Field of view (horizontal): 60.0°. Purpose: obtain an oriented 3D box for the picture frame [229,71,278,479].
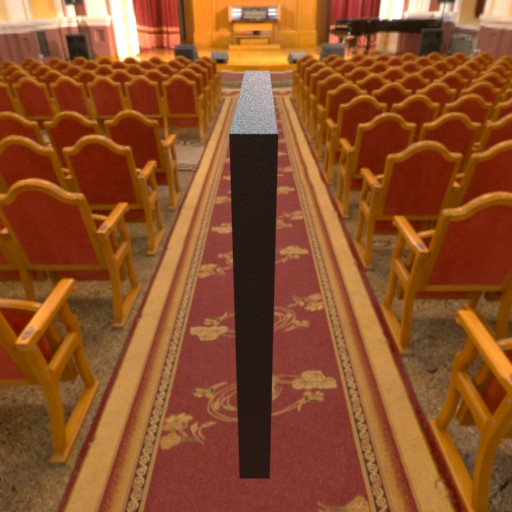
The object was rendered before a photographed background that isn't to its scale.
[{"bbox_3d":[0.000,0.000,0.538,0.034,0.378,0.328,0,30,0],"label":"picture frame"}]
